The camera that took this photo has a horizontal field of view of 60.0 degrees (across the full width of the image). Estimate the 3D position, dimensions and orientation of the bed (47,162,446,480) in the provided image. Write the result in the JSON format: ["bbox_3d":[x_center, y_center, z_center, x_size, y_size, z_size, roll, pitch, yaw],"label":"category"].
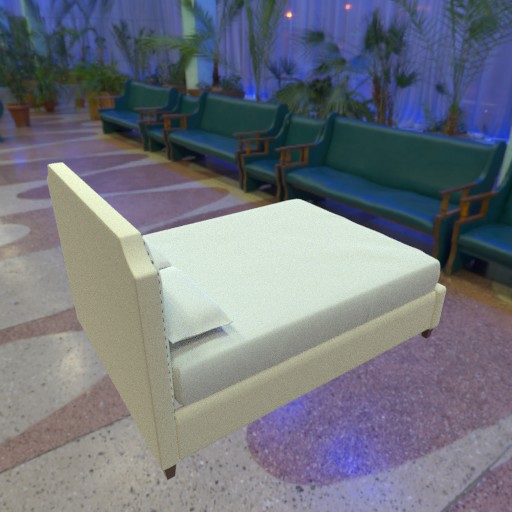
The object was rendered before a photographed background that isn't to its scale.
[{"bbox_3d":[0.000,0.000,3.260,2.329,1.415,1.703,-17,31,-30],"label":"bed"}]
